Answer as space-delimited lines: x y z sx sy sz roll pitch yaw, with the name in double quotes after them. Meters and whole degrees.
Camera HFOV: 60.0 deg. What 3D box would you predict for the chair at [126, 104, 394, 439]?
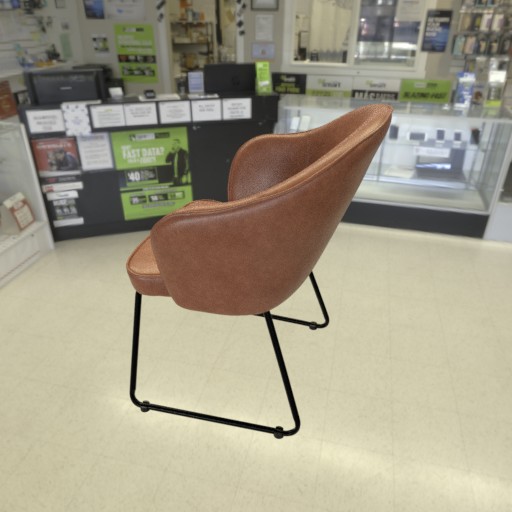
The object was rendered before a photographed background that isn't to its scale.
0.000 0.000 1.162 0.580 0.785 0.582 8 31 14 "chair"
